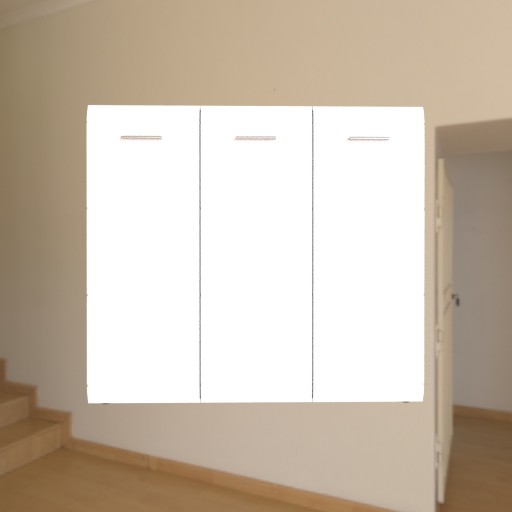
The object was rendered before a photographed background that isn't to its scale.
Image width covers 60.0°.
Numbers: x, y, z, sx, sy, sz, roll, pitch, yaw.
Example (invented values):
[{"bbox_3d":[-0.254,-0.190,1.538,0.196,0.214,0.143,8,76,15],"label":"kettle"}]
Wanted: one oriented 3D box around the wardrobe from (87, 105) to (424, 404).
[{"bbox_3d":[0.000,0.000,1.913,1.340,1.200,0.360,0,0,-1],"label":"wardrobe"}]
